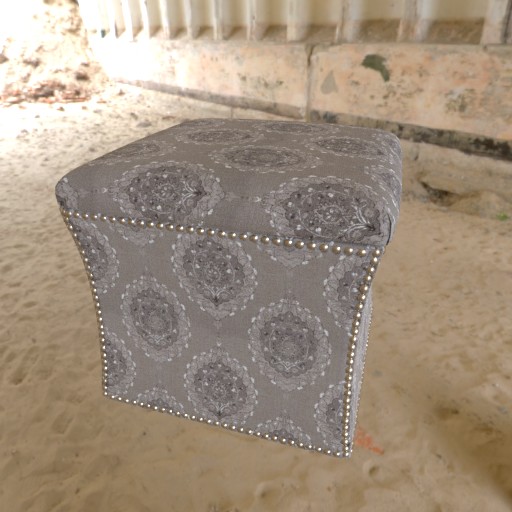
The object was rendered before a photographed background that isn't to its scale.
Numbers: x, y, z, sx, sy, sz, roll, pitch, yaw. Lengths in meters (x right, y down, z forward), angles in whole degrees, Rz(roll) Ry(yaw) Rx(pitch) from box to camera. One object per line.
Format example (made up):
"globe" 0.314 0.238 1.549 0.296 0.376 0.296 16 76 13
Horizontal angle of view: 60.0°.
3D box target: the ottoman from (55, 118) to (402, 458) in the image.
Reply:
"ottoman" 0.000 0.000 0.882 0.507 0.473 0.497 8 28 16
